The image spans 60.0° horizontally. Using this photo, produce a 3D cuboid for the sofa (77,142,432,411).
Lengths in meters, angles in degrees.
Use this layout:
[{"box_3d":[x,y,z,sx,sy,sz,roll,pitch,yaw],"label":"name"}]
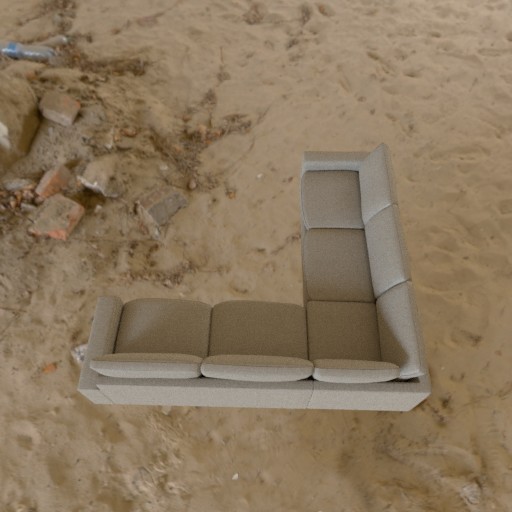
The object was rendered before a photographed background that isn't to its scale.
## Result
[{"box_3d":[0.000,0.000,4.197,2.742,0.800,2.622,1,58,1],"label":"sofa"}]
